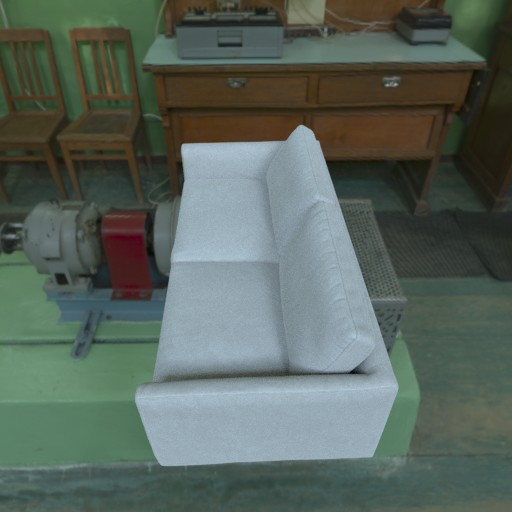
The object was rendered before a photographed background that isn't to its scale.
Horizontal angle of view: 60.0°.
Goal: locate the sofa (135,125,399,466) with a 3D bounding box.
[{"bbox_3d":[0.000,0.000,2.773,1.090,0.838,2.588,-2,41,-2],"label":"sofa"}]
